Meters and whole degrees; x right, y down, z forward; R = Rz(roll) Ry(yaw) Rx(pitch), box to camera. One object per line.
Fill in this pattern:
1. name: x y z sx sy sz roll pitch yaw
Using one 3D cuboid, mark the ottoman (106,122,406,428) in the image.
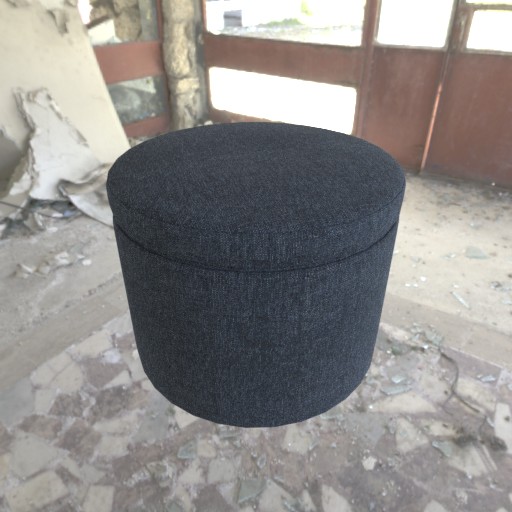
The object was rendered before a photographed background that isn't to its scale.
1. ottoman: 0.000 0.000 0.862 0.500 0.419 0.500 0 32 0
